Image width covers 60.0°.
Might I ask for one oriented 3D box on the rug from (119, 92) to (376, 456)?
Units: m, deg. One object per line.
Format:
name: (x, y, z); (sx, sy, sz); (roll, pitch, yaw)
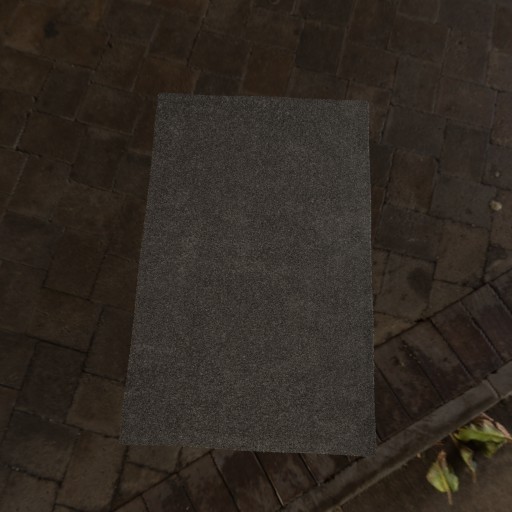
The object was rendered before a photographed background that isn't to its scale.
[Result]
rug: (0.000, 0.000, 2.881); (1.502, 0.025, 2.350); (2, 76, 1)
